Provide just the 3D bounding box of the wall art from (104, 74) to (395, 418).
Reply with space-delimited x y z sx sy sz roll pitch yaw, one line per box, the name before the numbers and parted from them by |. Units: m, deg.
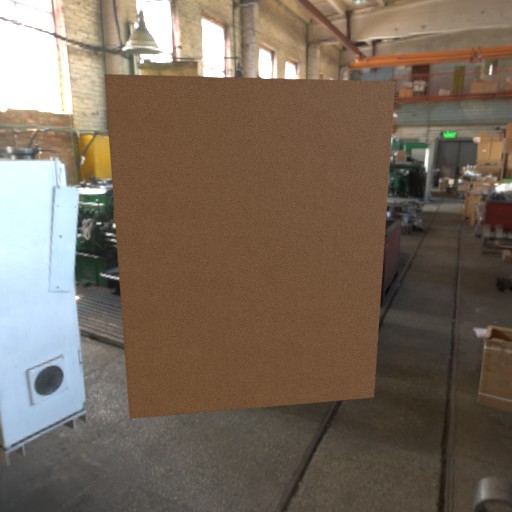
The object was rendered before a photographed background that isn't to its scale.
wall art | 0.000 0.000 1.333 0.798 1.002 0.030 -2 13 -8
